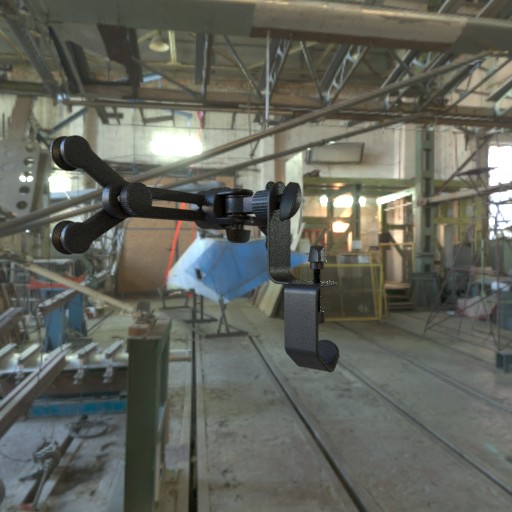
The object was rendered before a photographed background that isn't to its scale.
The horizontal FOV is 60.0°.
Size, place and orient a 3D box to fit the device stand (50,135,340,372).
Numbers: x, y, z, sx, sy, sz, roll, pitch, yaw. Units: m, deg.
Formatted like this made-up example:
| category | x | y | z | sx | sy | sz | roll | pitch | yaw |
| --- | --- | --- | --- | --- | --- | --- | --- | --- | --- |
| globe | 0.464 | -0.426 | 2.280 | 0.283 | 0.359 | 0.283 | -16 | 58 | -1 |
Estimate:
| category | x | y | z | sx | sy | sz | roll | pitch | yaw |
| --- | --- | --- | --- | --- | --- | --- | --- | --- | --- |
| device stand | 0.000 | 0.000 | 0.363 | 0.142 | 0.166 | 0.270 | 1 | 1 | 37 |
